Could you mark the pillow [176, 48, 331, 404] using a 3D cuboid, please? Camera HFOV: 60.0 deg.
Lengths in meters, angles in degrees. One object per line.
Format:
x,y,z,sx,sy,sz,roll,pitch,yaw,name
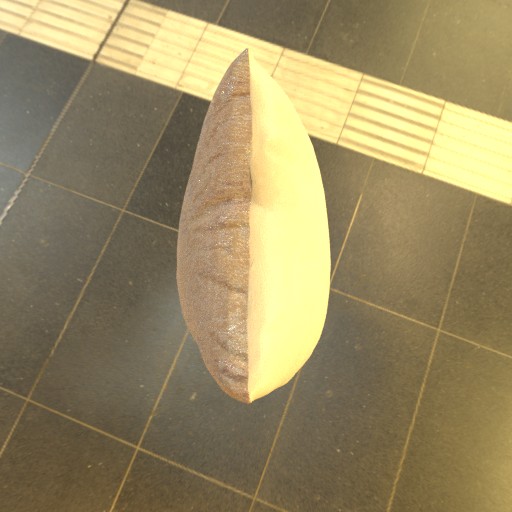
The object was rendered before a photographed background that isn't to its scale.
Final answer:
0.000,0.000,0.729,0.245,0.448,0.450,2,75,0,pillow
